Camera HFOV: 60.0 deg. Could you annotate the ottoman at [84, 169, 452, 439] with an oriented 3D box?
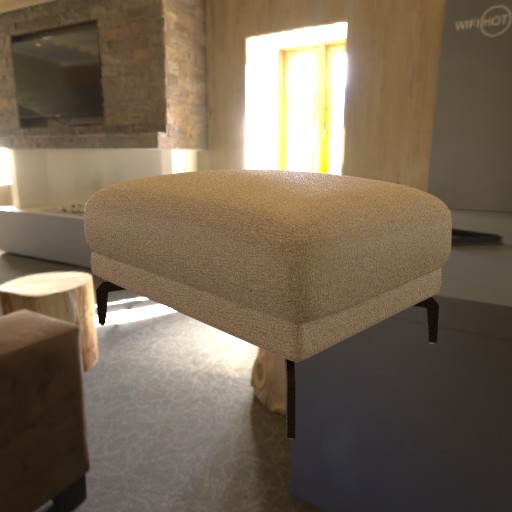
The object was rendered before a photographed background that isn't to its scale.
[{"bbox_3d":[0.000,0.000,1.100,0.568,0.420,0.772,-13,18,-43],"label":"ottoman"}]
